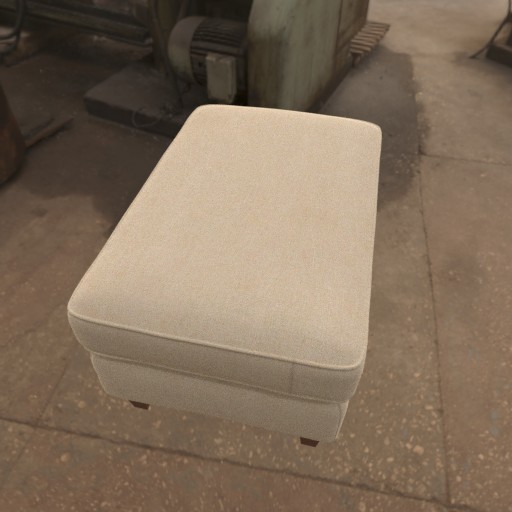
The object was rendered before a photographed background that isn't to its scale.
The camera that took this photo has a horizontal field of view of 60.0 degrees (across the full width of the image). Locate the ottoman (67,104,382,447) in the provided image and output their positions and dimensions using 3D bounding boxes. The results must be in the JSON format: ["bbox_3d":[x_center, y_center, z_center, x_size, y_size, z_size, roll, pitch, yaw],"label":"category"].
[{"bbox_3d":[0.000,0.000,1.218,0.583,0.484,0.862,10,47,9],"label":"ottoman"}]
